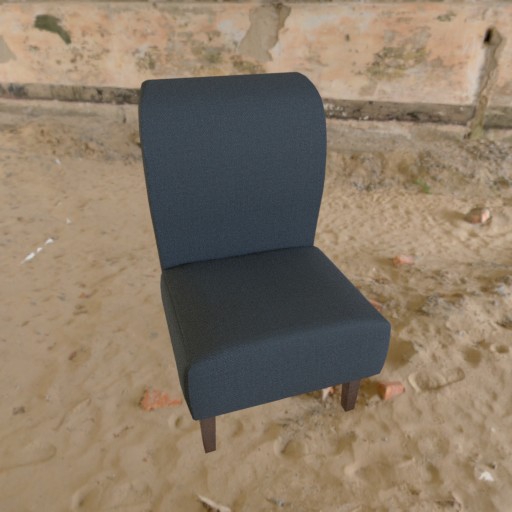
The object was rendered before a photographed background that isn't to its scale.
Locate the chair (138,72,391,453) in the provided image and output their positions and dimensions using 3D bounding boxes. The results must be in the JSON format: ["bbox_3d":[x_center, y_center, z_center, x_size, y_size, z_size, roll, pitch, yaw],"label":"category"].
[{"bbox_3d":[0.000,0.000,1.164,0.513,0.804,0.592,-10,33,-16],"label":"chair"}]
